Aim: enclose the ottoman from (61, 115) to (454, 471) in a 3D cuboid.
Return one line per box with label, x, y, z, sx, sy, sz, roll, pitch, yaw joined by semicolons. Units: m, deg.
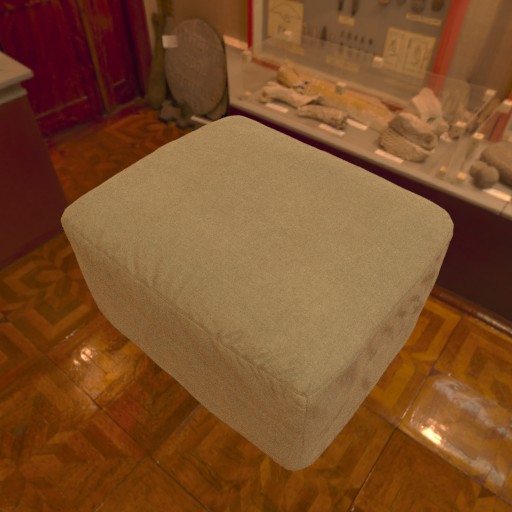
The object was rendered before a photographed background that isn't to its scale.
ottoman;0.000;0.000;1.221;0.837;0.481;0.683;32;54;27
